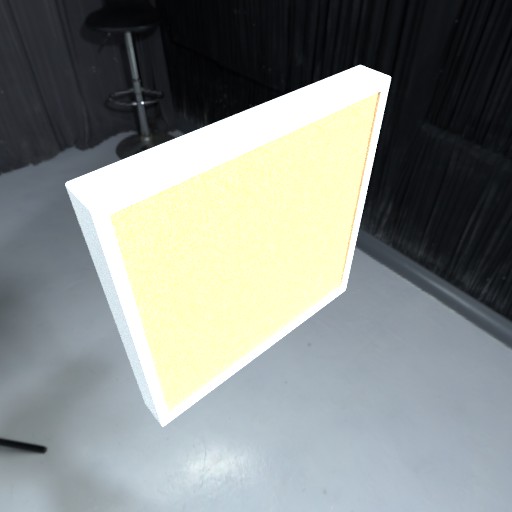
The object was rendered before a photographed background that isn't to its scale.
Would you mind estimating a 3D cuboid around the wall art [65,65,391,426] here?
[{"bbox_3d":[0.000,0.000,0.462,0.305,0.305,0.038,-31,52,-28],"label":"wall art"}]
